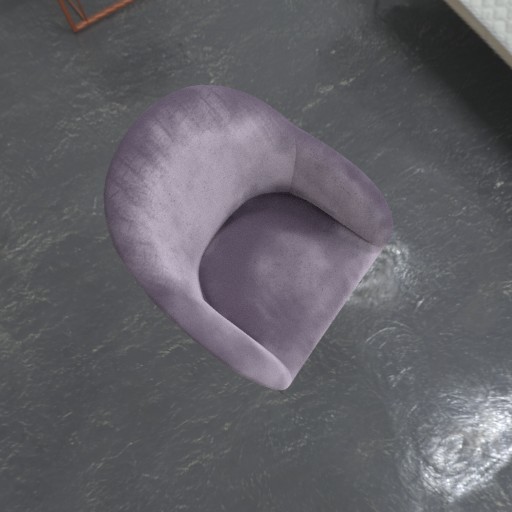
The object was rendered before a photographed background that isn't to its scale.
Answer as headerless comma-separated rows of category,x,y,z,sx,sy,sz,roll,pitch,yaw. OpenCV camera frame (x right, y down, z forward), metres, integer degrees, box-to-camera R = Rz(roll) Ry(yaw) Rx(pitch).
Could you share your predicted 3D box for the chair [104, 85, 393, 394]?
chair,0.000,0.000,1.199,0.590,0.795,0.550,35,77,9
